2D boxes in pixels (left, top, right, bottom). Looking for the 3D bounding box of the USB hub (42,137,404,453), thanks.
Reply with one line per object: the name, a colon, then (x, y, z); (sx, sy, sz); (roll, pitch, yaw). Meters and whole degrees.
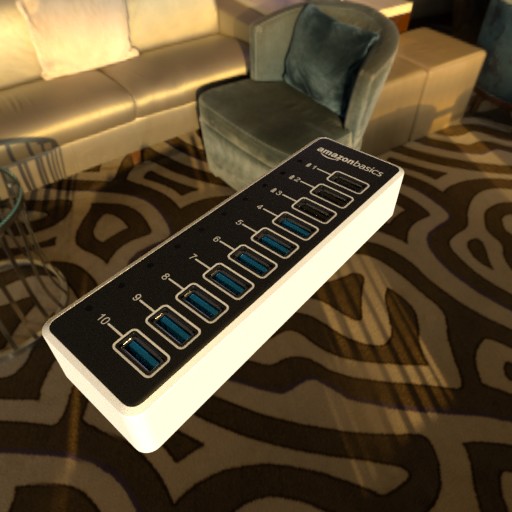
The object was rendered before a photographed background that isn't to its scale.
USB hub: (0.000, 0.000, 0.165); (0.044, 0.023, 0.145); (31, 53, 28)
